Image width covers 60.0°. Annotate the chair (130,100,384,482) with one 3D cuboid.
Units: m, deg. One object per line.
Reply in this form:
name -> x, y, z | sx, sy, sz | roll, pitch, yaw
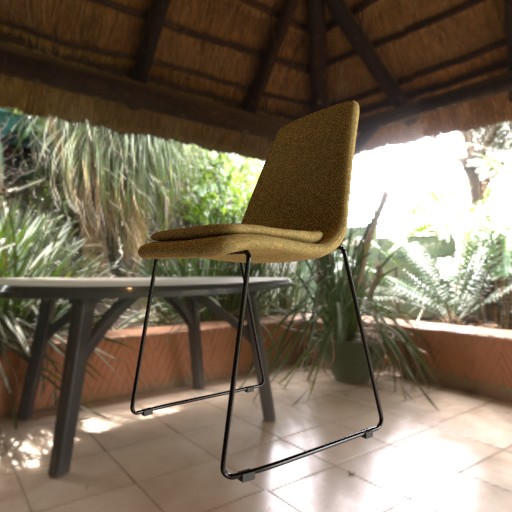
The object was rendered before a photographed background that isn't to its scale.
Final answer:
chair -> 0.000, 0.000, 1.138 | 0.496, 0.849, 0.479 | 1, -1, -37
